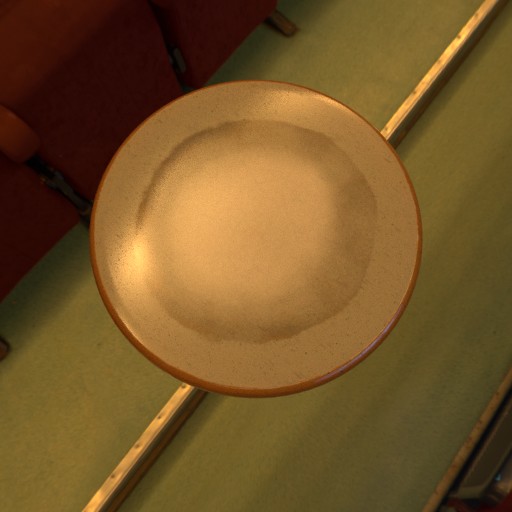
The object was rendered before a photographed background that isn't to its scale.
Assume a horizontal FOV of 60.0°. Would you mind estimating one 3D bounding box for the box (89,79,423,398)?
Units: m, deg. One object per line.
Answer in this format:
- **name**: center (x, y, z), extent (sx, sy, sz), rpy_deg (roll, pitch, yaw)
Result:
- **box**: center (0.000, 0.000, 0.207), extent (0.123, 0.100, 0.123), rpy_deg (0, 75, 0)
